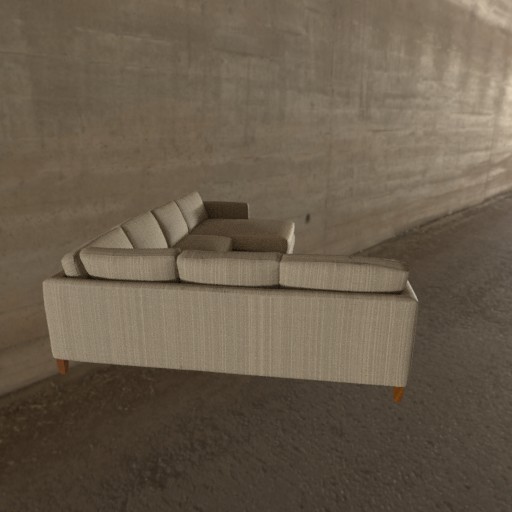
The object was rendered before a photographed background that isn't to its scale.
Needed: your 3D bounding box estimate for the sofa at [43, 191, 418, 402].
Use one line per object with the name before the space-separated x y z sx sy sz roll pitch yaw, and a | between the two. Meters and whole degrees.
sofa | 0.000 0.000 4.625 2.594 0.961 3.460 2 17 8
